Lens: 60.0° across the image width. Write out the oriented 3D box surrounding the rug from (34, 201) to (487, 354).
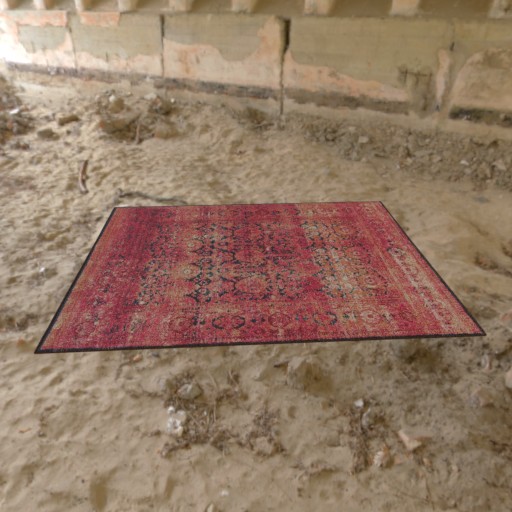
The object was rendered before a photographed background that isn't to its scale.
[{"bbox_3d":[0.000,0.000,3.989,3.032,0.020,2.411,-2,29,-3],"label":"rug"}]
